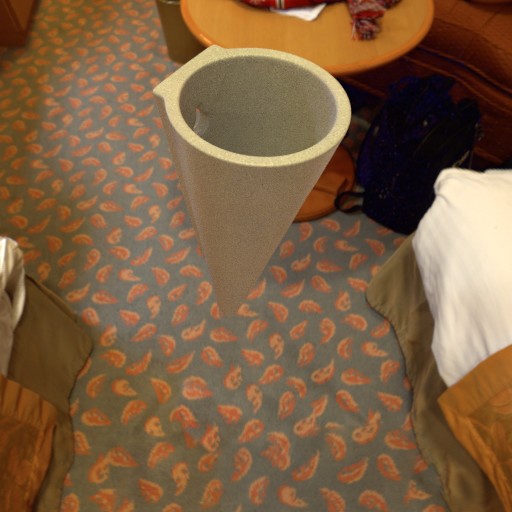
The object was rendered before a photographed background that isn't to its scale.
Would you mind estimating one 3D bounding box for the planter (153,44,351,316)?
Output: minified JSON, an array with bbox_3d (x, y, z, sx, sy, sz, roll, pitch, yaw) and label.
[{"bbox_3d":[0.000,0.000,0.227,0.064,0.191,0.057,32,63,19],"label":"planter"}]
